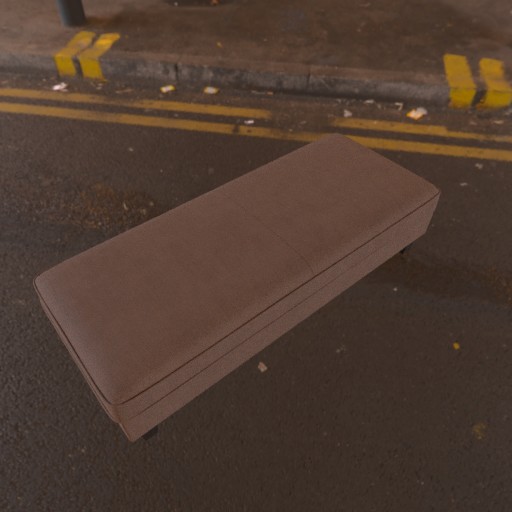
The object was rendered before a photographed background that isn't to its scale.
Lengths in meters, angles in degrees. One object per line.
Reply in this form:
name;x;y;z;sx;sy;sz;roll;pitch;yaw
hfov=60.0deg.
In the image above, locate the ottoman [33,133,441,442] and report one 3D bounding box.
ottoman;0.000;0.000;2.060;1.764;0.470;0.751;-31;53;-26
